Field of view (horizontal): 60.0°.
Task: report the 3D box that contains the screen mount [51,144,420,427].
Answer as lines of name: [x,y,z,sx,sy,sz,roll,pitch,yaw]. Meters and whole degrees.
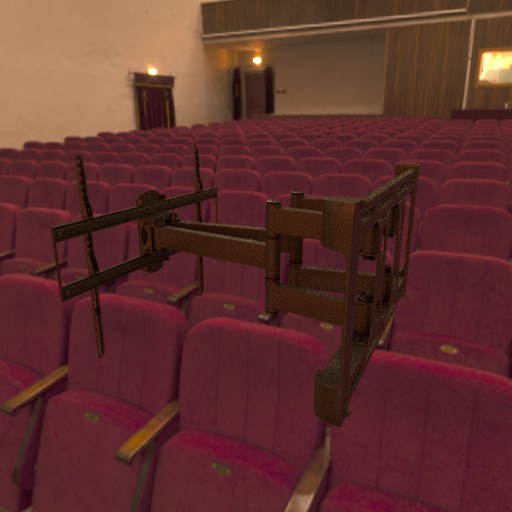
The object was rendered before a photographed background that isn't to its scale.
screen mount: [0.000,0.000,1.080,0.644,0.491,0.661,8,19,25]
